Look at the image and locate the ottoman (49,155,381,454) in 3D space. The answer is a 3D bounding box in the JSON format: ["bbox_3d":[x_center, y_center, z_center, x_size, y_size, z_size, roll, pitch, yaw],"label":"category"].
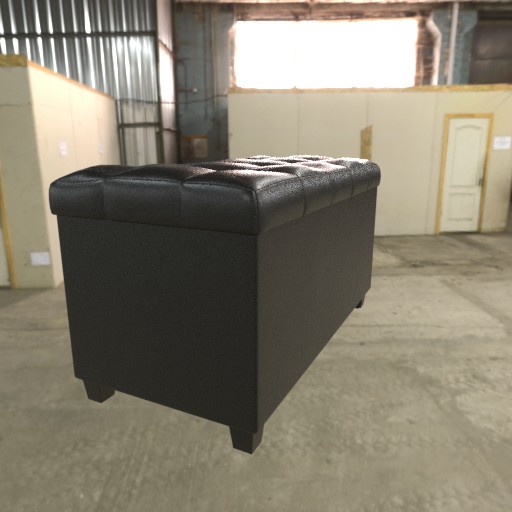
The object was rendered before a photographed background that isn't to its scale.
[{"bbox_3d":[0.000,0.000,1.097,0.432,0.470,0.838,7,16,26],"label":"ottoman"}]
